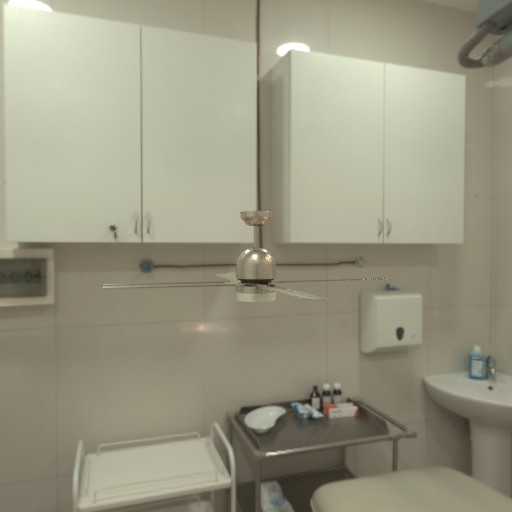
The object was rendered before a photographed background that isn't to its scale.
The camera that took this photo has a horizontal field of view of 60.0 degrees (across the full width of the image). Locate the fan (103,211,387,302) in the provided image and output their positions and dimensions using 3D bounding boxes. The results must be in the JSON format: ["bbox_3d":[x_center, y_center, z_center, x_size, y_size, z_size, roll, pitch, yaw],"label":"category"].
[{"bbox_3d":[0.000,0.000,2.055,1.346,0.406,1.346,0,1,-19],"label":"fan"}]
